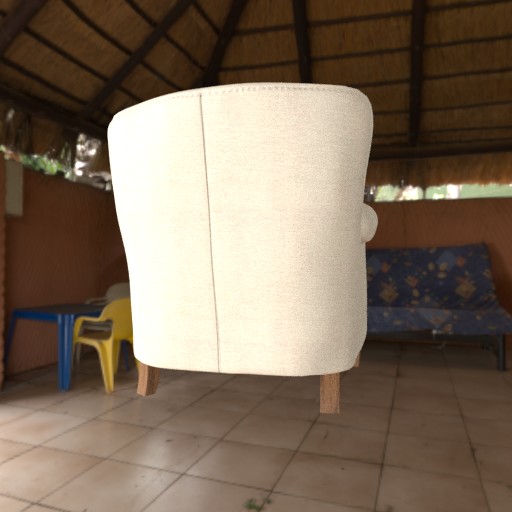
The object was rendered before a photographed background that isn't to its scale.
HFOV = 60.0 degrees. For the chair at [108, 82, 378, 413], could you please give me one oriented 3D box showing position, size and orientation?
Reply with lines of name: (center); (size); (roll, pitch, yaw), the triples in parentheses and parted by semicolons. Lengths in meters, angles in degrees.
chair: (0.000, 0.000, 1.616); (0.861, 0.936, 0.921); (0, -1, 19)
